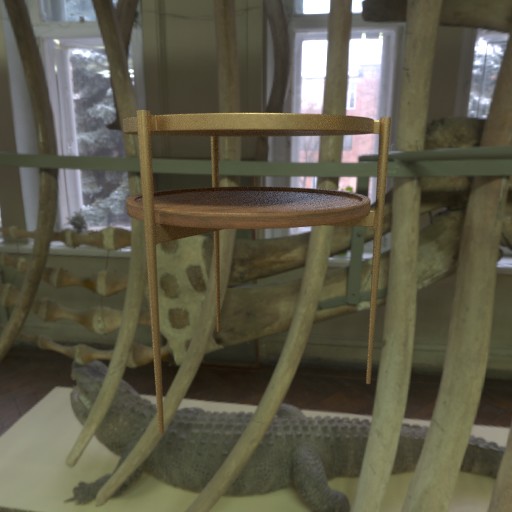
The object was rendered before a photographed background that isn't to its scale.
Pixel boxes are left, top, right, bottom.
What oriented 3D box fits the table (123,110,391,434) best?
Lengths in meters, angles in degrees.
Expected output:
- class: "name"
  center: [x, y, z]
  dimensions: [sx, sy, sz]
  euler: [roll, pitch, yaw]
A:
- class: "table"
  center: [0.000, 0.000, 0.830]
  dimensions: [0.456, 0.493, 0.430]
  euler: [2, 14, 8]
